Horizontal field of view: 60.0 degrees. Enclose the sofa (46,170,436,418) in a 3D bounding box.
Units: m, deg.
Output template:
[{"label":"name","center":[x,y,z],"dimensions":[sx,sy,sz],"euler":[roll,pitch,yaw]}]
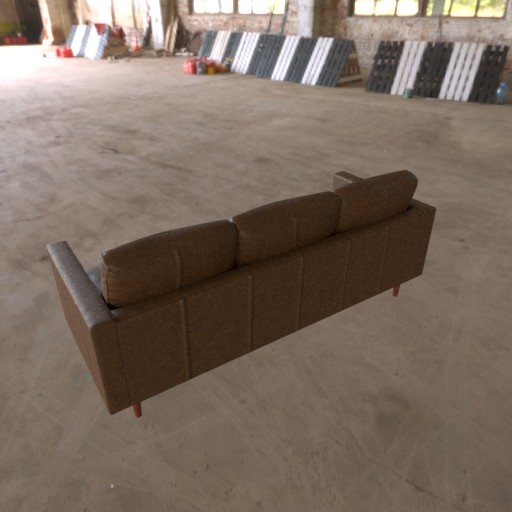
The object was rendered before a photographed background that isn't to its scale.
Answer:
[{"label":"sofa","center":[0.000,0.000,2.781],"dimensions":[2.231,0.930,0.903],"euler":[-18,35,-29]}]
